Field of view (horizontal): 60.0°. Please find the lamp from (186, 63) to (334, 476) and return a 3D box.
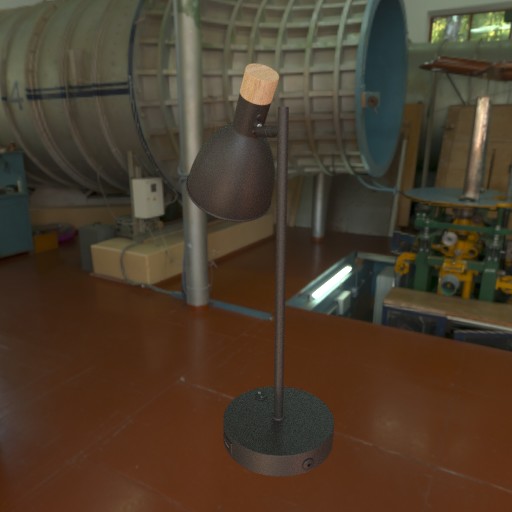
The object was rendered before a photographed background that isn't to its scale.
[{"bbox_3d":[0.000,0.000,0.601,0.152,0.483,0.287,-8,18,-25],"label":"lamp"}]
